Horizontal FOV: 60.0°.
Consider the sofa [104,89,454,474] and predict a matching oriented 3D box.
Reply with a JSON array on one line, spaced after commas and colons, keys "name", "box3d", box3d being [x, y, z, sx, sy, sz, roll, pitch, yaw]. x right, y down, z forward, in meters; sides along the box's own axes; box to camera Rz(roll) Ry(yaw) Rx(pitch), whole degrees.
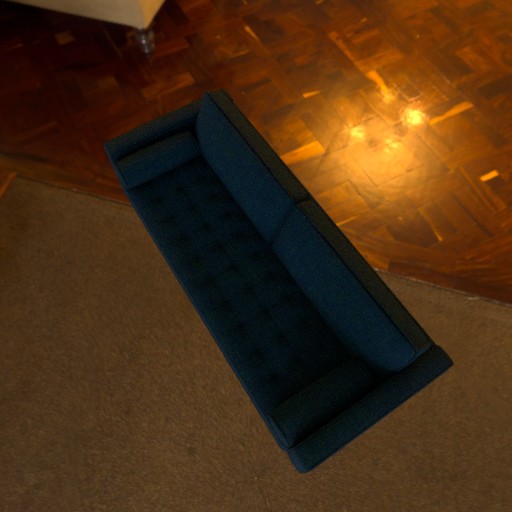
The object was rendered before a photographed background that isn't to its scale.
[{"name": "sofa", "box3d": [0.000, 0.000, 2.624, 0.914, 0.762, 2.210, -30, 67, -14]}]
